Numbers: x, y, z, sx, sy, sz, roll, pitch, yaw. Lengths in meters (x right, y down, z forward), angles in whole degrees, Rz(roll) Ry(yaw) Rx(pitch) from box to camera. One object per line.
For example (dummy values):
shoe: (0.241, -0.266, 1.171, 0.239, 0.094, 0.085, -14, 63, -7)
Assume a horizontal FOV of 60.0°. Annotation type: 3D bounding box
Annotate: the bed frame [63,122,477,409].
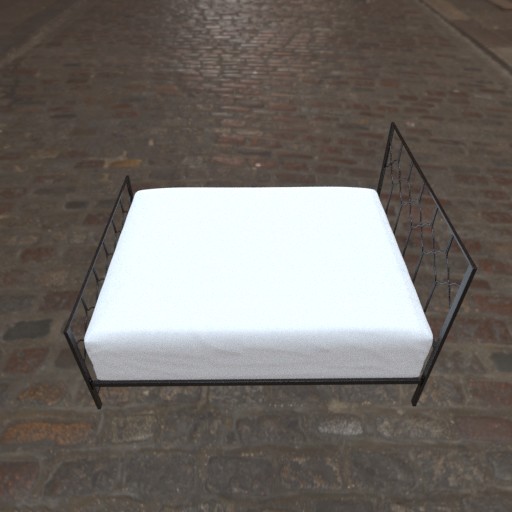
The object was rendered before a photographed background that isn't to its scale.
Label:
bed frame: (0.000, 0.000, 3.072, 2.063, 1.222, 1.597, 0, 41, 0)
